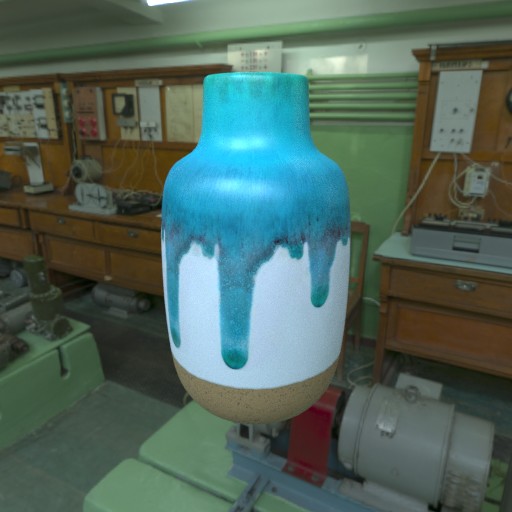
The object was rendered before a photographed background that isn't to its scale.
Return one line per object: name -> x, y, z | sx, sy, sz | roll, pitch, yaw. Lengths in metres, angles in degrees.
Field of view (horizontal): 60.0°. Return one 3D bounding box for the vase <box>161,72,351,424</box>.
vase -> 0.000, 0.000, 0.254 | 0.106, 0.192, 0.106 | 0, 18, 0
